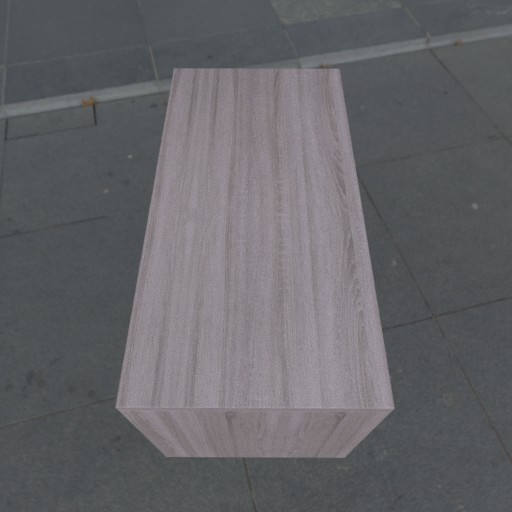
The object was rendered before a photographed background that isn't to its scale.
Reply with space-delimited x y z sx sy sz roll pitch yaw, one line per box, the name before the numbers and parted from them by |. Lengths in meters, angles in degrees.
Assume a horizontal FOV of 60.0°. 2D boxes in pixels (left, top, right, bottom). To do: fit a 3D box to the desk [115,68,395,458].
desk | 0.000 0.000 1.782 0.690 0.745 1.380 0 57 0
